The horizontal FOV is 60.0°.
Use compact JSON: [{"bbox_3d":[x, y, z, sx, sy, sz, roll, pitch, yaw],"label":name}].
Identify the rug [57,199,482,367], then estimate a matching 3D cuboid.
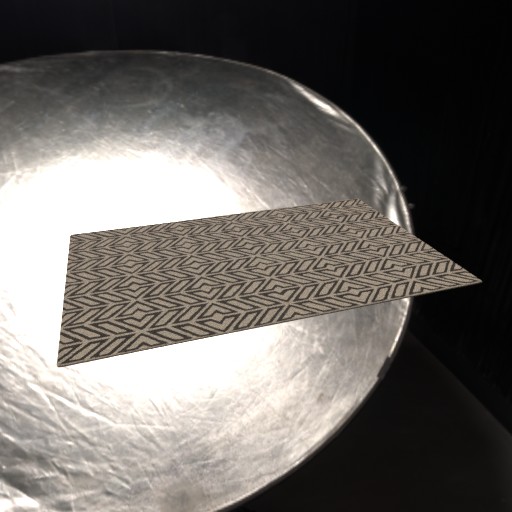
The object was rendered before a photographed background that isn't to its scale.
[{"bbox_3d":[0.000,0.000,3.020,2.438,0.008,1.523,-9,29,-16],"label":"rug"}]
